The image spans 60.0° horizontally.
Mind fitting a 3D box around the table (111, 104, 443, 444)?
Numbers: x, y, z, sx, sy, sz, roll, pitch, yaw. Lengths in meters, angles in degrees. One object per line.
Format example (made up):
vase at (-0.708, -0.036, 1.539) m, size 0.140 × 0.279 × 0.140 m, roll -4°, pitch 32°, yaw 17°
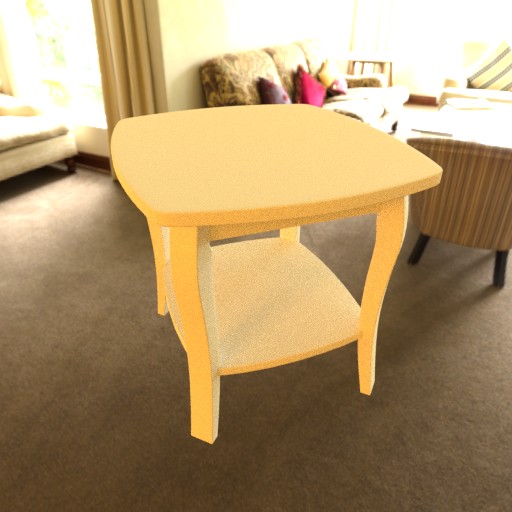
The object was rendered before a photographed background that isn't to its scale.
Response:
table at (0.000, 0.000, 0.832) m, size 0.451 × 0.438 × 0.502 m, roll -11°, pitch 33°, yaw -17°
